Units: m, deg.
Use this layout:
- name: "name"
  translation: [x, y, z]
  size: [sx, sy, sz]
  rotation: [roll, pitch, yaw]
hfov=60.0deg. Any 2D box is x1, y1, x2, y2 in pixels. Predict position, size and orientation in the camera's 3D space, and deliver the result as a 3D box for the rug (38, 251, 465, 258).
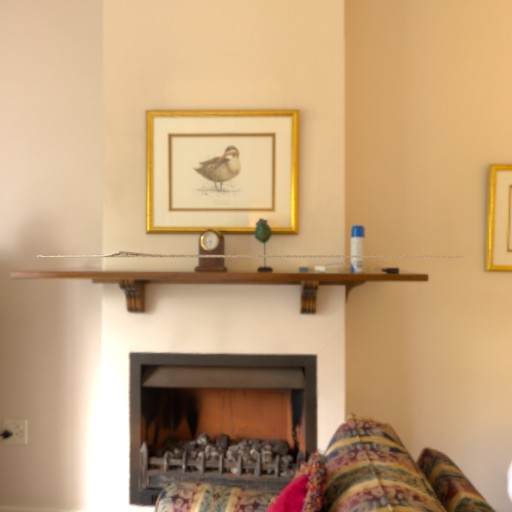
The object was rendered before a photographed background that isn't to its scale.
- name: "rug"
  translation: [0.000, 0.000, 2.255]
  size: [1.828, 0.019, 1.209]
  rotation: [0, 0, -36]
